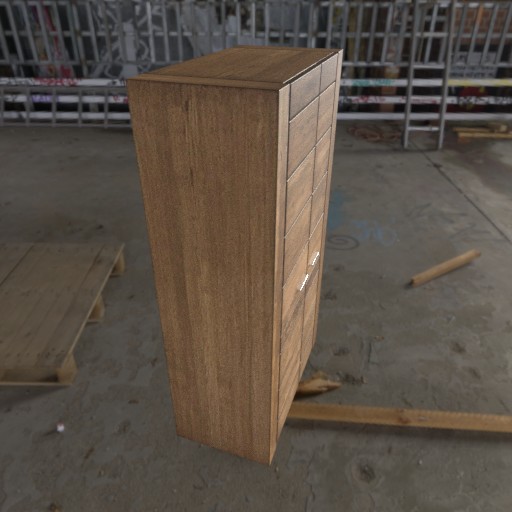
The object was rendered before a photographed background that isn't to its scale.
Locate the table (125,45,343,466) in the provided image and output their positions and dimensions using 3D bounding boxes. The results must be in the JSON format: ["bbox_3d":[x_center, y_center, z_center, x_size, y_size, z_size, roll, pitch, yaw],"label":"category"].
[{"bbox_3d":[0.000,0.000,2.466,0.600,2.000,1.100,11,33,17],"label":"table"}]
